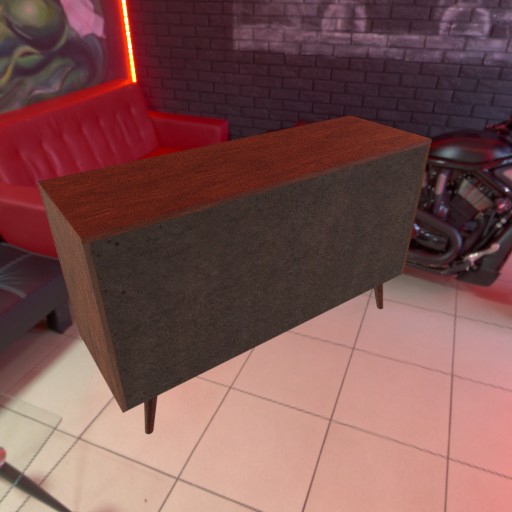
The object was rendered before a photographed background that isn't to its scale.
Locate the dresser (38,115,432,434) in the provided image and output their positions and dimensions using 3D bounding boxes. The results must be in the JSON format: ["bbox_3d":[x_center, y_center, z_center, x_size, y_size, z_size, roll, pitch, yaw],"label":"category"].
[{"bbox_3d":[0.000,0.000,1.923,1.472,0.889,0.500,-21,37,-29],"label":"dresser"}]
